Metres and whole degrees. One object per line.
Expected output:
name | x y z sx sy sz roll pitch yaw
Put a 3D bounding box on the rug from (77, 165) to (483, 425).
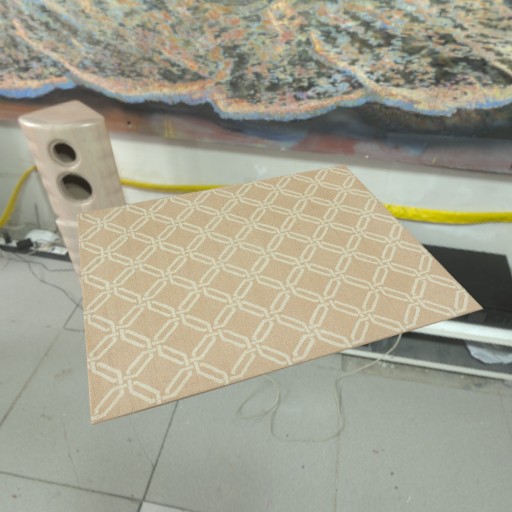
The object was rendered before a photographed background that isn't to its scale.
rug | 0.000 0.000 3.852 2.895 0.018 2.288 -13 43 -14
